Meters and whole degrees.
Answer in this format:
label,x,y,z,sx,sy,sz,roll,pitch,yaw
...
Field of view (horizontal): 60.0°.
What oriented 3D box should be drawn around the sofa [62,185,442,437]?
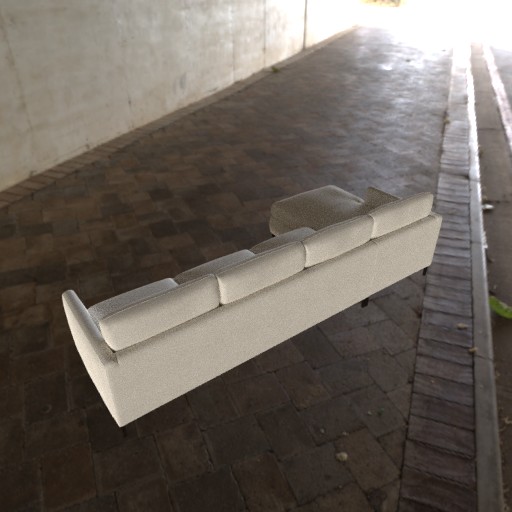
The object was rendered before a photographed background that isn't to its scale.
label,x,y,z,sx,sy,sz,roll,pitch,yaw
sofa,0.000,0.000,3.833,3.186,0.875,1.467,-21,38,-30
